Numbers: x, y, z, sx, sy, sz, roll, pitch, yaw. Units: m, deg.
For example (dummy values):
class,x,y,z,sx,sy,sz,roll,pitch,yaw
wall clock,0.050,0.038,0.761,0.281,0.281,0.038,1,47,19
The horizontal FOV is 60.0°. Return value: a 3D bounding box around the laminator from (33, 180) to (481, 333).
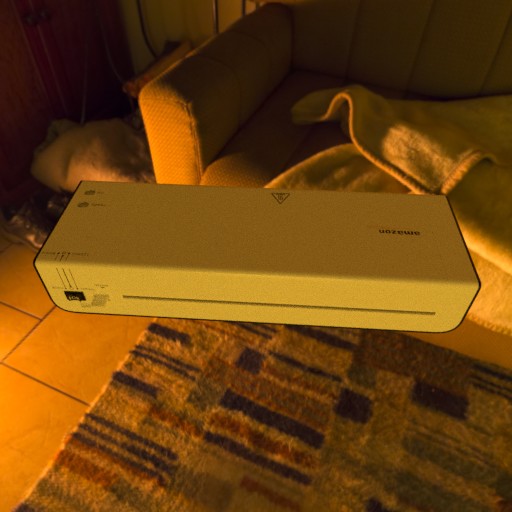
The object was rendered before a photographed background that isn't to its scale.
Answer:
class,x,y,z,sx,sy,sz,roll,pitch,yaw
laminator,0.000,0.000,0.390,0.340,0.062,0.123,3,45,3
